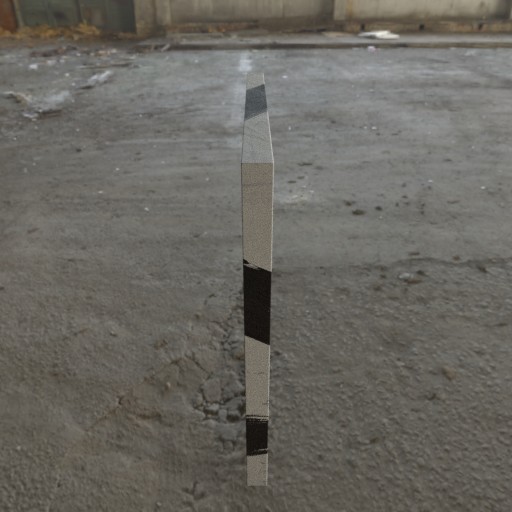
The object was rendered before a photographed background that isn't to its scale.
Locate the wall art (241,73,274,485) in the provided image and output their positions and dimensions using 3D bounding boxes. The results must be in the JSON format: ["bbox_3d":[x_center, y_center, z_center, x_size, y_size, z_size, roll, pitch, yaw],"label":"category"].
[{"bbox_3d":[0.000,0.000,1.142,0.046,0.765,0.765,0,31,0],"label":"wall art"}]
